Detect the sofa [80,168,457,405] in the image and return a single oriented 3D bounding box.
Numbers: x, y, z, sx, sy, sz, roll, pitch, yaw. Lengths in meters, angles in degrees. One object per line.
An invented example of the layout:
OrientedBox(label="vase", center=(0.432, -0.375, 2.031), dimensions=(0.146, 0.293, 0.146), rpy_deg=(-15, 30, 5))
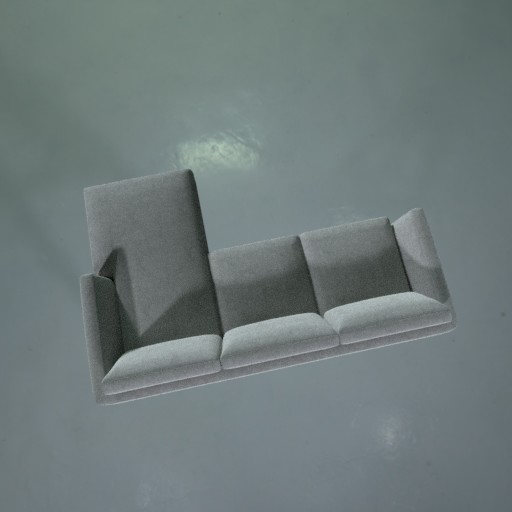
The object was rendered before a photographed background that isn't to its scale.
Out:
OrientedBox(label="sofa", center=(0.000, 0.000, 3.233), dimensions=(2.438, 0.864, 1.626), rpy_deg=(-11, 76, -3))
